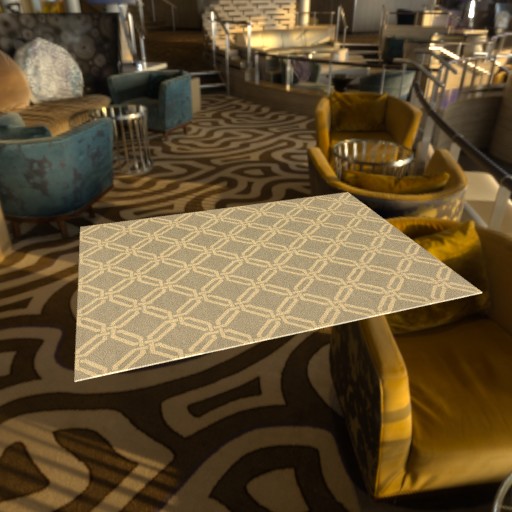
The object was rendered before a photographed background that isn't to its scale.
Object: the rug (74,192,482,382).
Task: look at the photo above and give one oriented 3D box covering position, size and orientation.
[{"bbox_3d":[0.000,0.000,4.416,3.353,0.013,2.438,-9,31,-16],"label":"rug"}]
